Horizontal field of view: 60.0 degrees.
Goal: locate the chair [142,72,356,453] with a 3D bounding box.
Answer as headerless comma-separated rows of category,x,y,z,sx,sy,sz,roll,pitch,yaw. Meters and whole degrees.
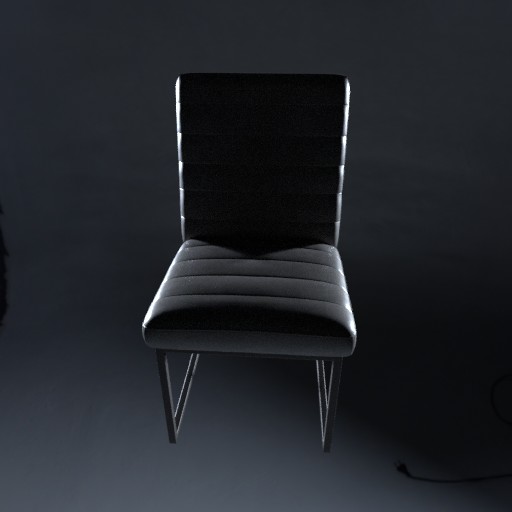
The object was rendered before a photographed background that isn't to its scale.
chair,0.000,0.000,1.297,0.520,0.930,0.634,2,30,3
